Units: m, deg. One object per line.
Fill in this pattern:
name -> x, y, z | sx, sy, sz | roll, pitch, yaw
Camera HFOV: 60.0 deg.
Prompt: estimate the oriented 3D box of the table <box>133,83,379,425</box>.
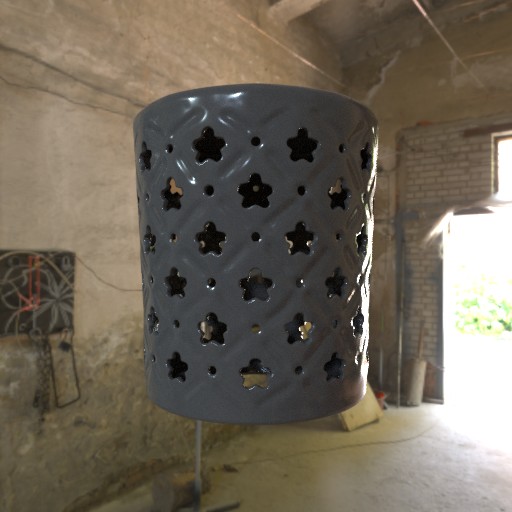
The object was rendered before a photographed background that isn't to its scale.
table -> 0.000, 0.000, 0.656 | 0.352, 0.387, 0.352 | 0, 0, 0
